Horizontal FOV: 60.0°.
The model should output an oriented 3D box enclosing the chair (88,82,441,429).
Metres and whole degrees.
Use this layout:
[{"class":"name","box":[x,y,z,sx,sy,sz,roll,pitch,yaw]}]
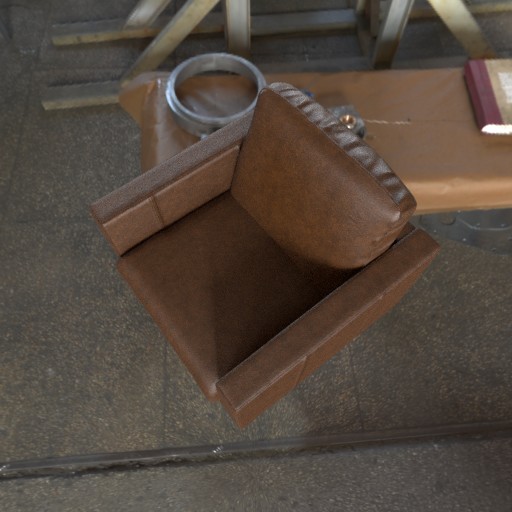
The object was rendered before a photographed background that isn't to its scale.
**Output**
[{"class":"chair","box":[0.000,0.000,1.711,0.909,0.956,0.890,-35,69,-16]}]
